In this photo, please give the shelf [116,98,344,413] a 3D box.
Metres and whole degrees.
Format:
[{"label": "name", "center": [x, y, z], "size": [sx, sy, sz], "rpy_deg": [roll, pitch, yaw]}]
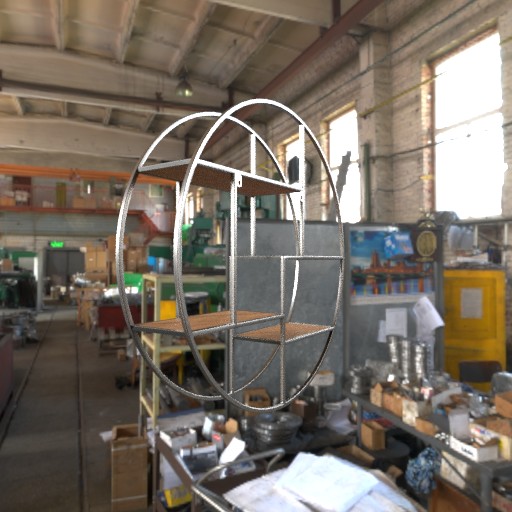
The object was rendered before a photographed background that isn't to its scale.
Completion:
[{"label": "shelf", "center": [0.000, 0.000, 1.359], "size": [0.202, 0.888, 0.888], "rpy_deg": [0, -1, 34]}]
